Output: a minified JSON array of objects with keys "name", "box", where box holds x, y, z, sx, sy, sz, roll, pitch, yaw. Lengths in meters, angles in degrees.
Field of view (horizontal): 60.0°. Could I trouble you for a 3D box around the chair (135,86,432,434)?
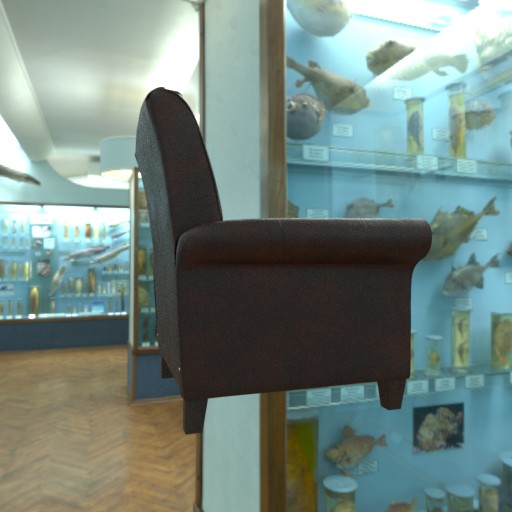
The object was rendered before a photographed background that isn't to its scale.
[{"name":"chair","box":[0.000,0.000,1.744,0.902,1.061,0.978,0,-1,-18]}]
